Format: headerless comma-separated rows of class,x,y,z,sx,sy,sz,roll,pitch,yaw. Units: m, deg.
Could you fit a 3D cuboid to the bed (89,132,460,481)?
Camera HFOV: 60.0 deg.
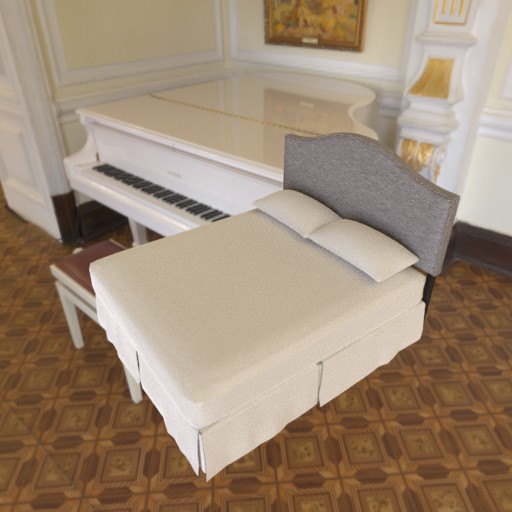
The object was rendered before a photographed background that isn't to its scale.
bed,0.000,0.000,2.949,1.870,1.295,1.610,-21,38,-30
